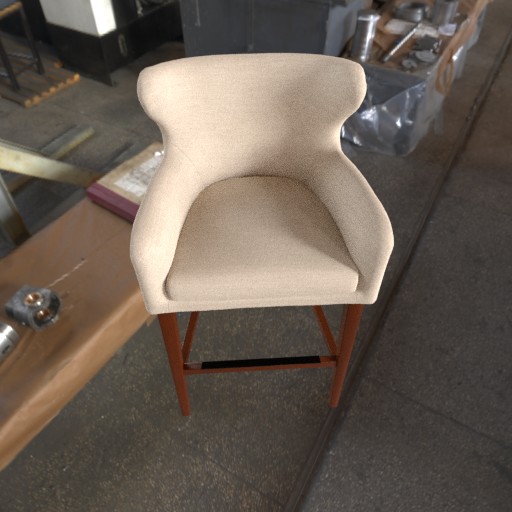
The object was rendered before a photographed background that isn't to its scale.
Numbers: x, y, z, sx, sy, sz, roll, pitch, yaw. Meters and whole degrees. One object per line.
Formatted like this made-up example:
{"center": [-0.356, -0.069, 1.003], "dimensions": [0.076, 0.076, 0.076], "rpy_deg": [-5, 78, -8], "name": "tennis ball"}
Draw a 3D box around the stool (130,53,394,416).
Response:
{"center": [0.000, 0.000, 1.330], "dimensions": [0.556, 1.034, 0.563], "rpy_deg": [-3, 47, -2], "name": "stool"}
